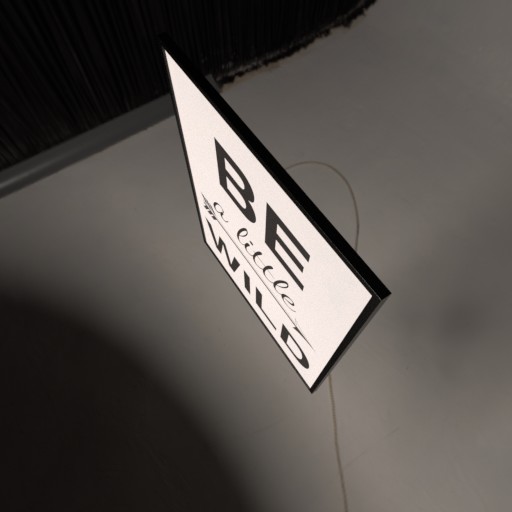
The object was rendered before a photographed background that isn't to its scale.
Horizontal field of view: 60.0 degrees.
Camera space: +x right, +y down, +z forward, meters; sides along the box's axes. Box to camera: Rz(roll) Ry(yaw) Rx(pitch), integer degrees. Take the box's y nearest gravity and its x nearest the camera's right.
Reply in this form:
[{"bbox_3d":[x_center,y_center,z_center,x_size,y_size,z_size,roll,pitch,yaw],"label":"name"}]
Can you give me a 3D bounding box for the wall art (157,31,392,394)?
[{"bbox_3d":[0.000,0.000,0.762,0.013,0.582,0.442,-31,68,-14],"label":"wall art"}]
